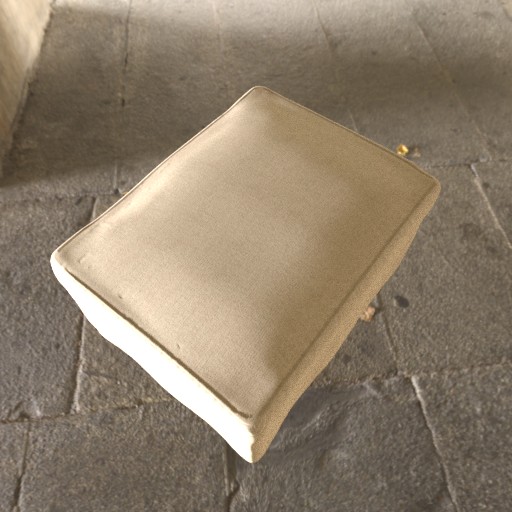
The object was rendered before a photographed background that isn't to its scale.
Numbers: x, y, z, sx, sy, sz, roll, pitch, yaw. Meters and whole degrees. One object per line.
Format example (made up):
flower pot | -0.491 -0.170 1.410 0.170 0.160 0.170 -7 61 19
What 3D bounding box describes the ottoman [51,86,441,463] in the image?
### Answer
ottoman | 0.000 0.000 1.268 0.650 0.485 0.833 34 64 19
